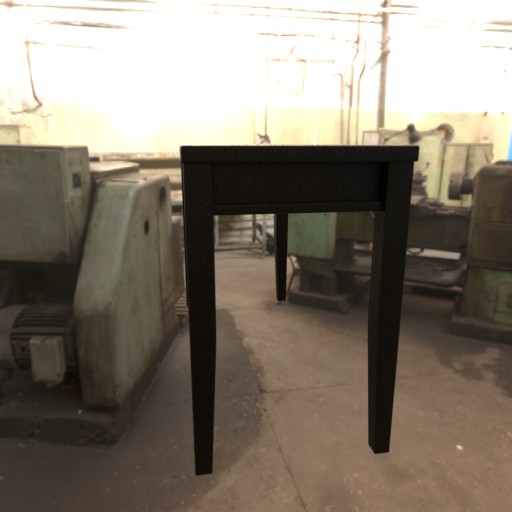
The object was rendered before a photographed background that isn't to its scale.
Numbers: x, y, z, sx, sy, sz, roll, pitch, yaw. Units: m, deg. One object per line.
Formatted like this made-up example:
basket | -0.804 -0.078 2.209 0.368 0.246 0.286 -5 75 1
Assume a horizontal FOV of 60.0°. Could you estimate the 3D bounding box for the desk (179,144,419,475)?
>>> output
desk | 0.000 0.000 1.587 0.508 0.775 1.220 -2 14 -9
